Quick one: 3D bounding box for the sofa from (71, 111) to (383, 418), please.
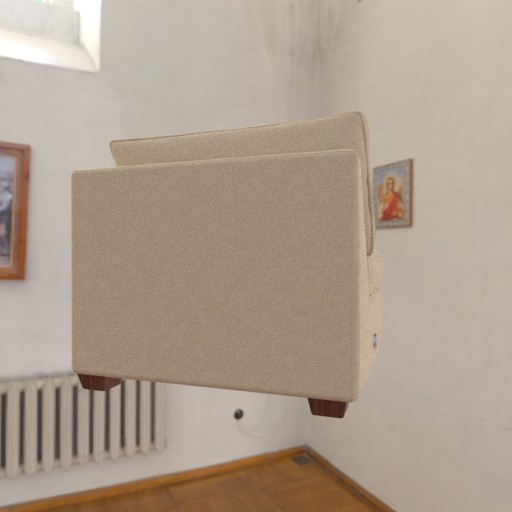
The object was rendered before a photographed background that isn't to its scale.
[{"bbox_3d":[0.000,0.000,2.013,1.084,1.002,1.146,0,0,19],"label":"sofa"}]
